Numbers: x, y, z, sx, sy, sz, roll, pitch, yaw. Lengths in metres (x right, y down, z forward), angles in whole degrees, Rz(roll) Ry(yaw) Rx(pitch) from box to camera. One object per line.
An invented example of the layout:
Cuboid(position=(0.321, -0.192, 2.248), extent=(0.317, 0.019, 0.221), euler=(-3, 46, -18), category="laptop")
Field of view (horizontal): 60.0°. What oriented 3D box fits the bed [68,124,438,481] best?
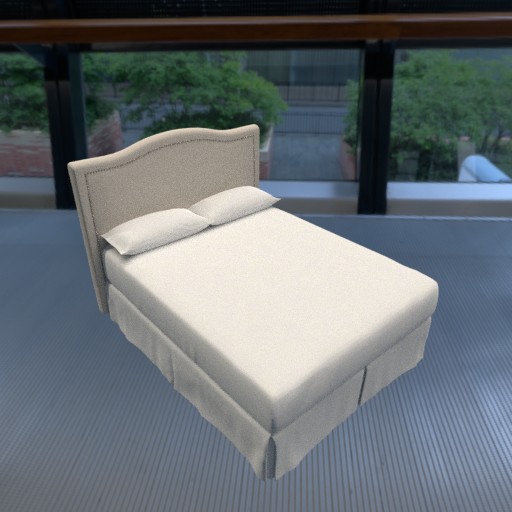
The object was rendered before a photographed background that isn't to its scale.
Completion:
Cuboid(position=(0.000, 0.000, 3.272), extent=(1.753, 1.460, 2.143), euler=(-23, 37, -34), category="bed")
